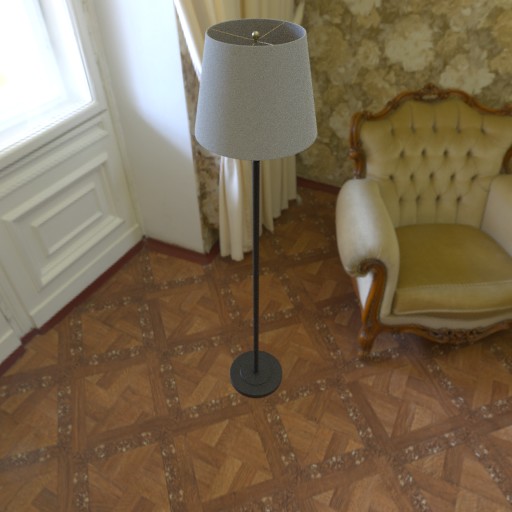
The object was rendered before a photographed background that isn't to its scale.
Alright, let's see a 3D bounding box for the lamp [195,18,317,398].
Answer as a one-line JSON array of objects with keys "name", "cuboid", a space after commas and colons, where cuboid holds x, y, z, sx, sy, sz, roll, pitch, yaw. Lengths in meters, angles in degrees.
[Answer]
[{"name": "lamp", "cuboid": [0.000, 0.000, 1.577, 0.348, 1.473, 0.348, -13, 43, -14]}]
